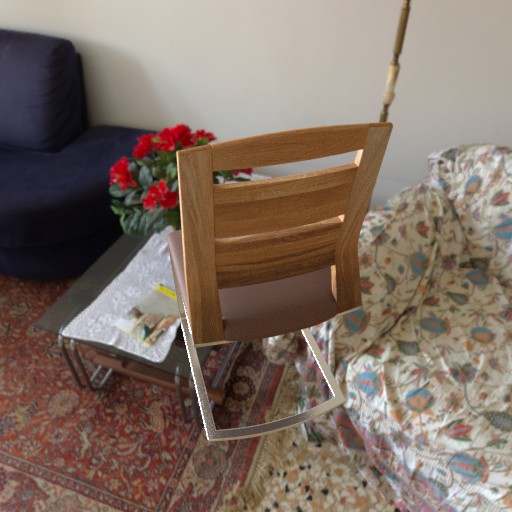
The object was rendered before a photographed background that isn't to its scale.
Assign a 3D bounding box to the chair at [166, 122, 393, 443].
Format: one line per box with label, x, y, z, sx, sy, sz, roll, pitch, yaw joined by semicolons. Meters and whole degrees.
chair;0.000;0.000;1.271;0.460;0.970;0.570;-11;41;-13
